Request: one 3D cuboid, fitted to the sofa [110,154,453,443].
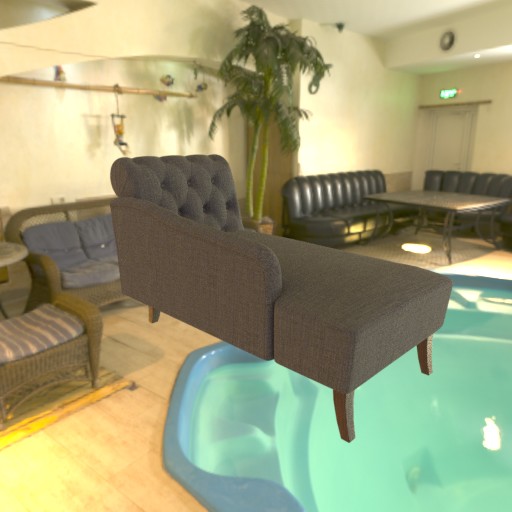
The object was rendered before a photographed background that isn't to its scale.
[{"bbox_3d":[0.000,0.000,1.844,1.379,0.787,0.675,14,20,43],"label":"sofa"}]
